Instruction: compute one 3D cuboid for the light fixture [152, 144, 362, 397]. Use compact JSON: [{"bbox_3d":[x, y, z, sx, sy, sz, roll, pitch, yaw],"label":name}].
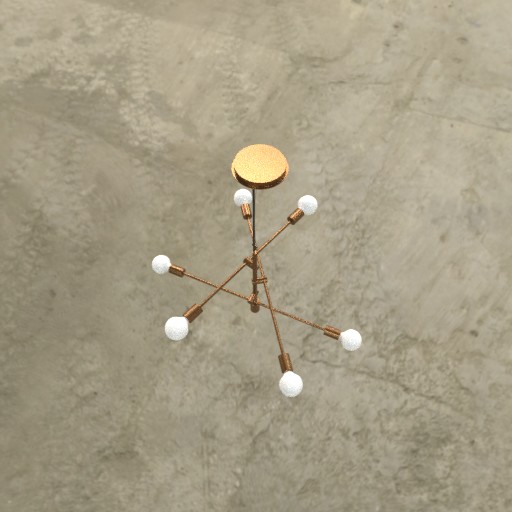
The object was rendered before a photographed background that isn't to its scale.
[{"bbox_3d":[0.000,0.000,1.254,0.637,0.744,0.682,-33,63,-19],"label":"light fixture"}]
